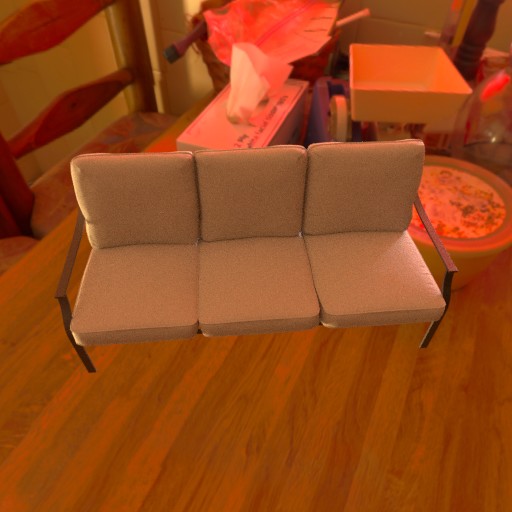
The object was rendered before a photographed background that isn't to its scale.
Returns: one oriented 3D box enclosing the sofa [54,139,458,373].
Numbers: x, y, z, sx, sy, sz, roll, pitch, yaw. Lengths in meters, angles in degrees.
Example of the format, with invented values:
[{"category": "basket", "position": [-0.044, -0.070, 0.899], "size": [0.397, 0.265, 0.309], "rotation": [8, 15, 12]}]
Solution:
[{"category": "sofa", "position": [0.000, 0.000, 2.178], "size": [1.740, 0.860, 0.787], "rotation": [-4, 48, -3]}]
